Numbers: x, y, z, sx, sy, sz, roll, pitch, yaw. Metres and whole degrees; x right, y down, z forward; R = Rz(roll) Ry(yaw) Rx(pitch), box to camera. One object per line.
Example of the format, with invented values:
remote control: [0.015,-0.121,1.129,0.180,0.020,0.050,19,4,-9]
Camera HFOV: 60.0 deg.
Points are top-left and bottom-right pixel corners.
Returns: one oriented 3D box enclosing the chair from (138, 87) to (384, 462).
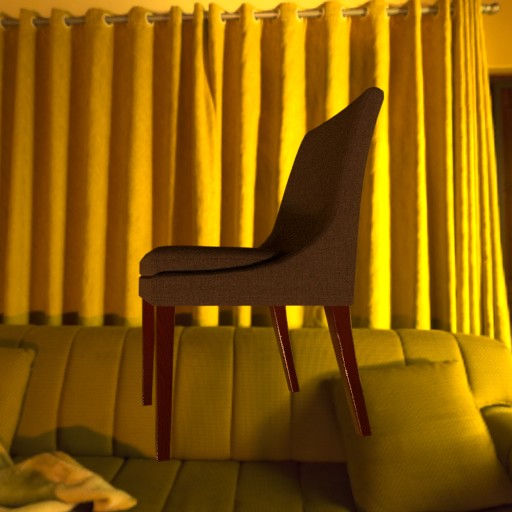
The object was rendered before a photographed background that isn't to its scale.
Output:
chair: [0.000,0.000,1.336,0.655,0.952,0.508,1,-3,-18]
